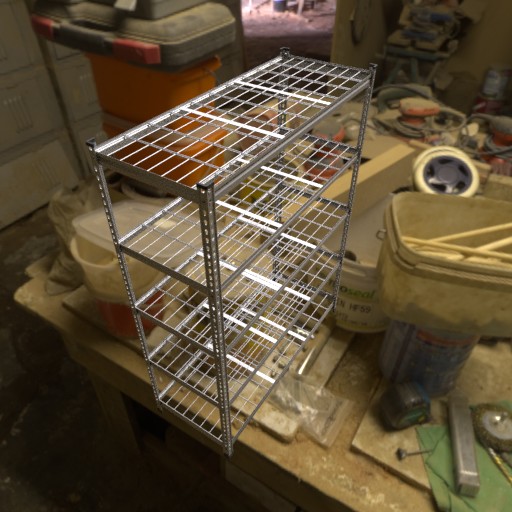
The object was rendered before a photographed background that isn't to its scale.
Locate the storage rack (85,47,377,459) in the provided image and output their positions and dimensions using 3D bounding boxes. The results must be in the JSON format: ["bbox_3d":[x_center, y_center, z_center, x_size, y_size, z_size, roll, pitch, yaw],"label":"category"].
[{"bbox_3d":[0.000,0.000,2.737,0.610,1.981,1.524,23,46,25],"label":"storage rack"}]
